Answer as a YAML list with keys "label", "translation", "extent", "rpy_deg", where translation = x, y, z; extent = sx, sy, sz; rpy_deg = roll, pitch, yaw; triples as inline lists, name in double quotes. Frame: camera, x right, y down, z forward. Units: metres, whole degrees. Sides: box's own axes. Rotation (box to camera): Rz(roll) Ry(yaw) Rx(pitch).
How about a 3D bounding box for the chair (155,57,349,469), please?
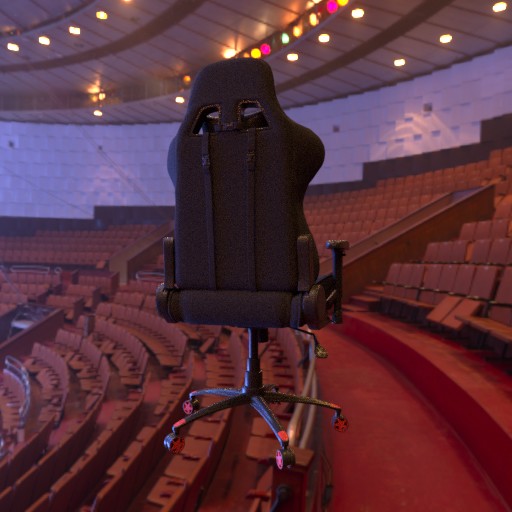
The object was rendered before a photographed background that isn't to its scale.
- label: "chair"
  translation: [0.000, 0.000, 1.727]
  extent: [0.695, 1.326, 0.658]
  rpy_deg: [0, -1, 18]
